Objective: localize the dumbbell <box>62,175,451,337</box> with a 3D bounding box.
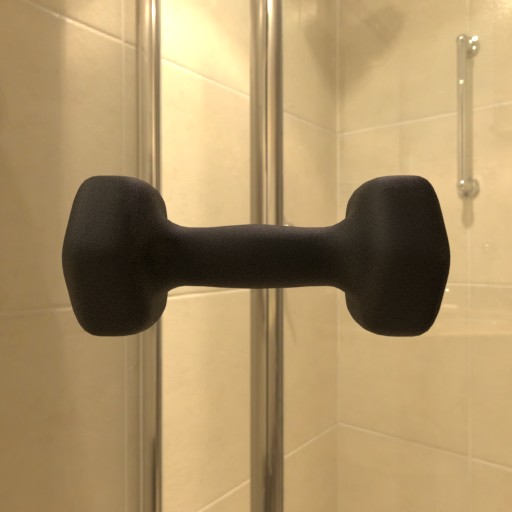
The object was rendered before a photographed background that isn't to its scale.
[{"bbox_3d":[0.000,0.000,0.294,0.231,0.101,0.112,0,0,1],"label":"dumbbell"}]
